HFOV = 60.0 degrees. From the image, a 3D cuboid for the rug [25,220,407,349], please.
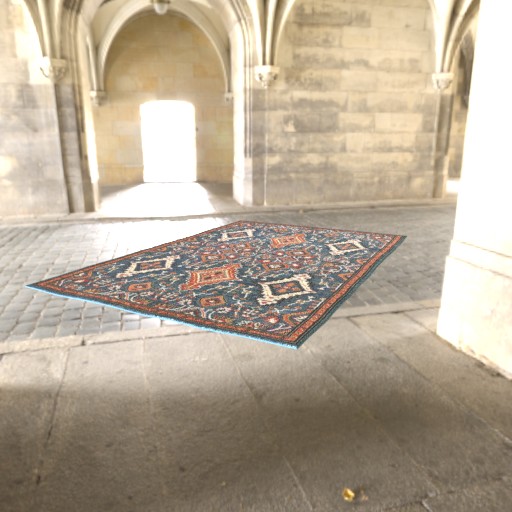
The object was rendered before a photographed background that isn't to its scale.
[{"bbox_3d":[0.000,0.000,3.051,1.622,0.009,2.373,8,16,27],"label":"rug"}]
